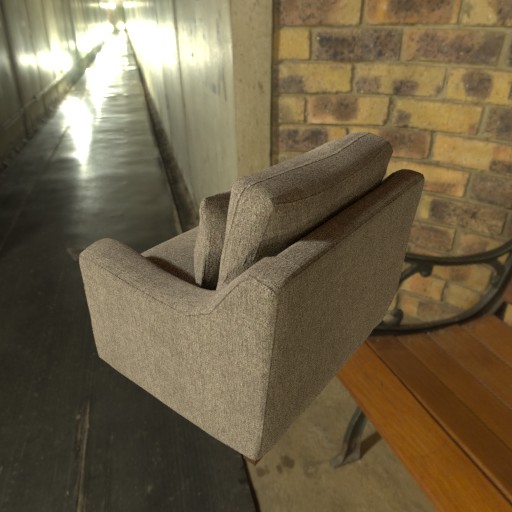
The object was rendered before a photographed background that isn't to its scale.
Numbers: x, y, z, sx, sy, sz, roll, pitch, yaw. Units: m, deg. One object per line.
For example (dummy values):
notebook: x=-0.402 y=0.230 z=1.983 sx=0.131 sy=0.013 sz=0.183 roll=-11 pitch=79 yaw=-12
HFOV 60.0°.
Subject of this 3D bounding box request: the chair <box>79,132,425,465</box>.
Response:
chair: x=0.000 y=0.000 z=1.944 sx=1.009 sy=1.037 sz=1.138 roll=21 pitch=36 yaw=32
